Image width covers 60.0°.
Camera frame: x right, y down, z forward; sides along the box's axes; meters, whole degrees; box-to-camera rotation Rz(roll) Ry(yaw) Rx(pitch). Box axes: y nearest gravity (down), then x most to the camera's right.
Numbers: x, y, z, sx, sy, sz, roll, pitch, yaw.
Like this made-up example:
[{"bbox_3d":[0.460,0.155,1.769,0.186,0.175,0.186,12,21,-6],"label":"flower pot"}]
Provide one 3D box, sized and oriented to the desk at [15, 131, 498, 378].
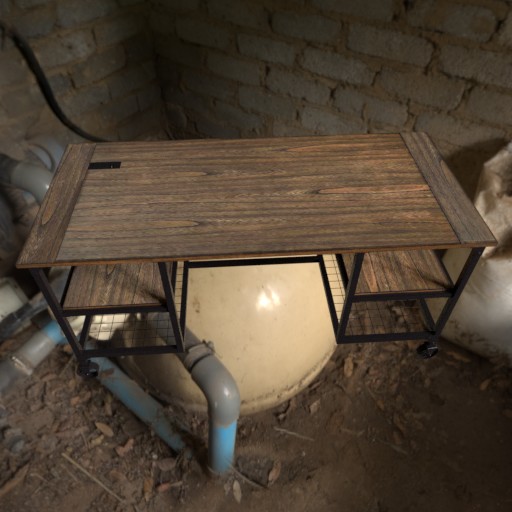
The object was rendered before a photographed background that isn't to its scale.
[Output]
[{"bbox_3d":[0.000,0.000,1.941,1.590,0.751,0.711,-3,46,-3],"label":"desk"}]
